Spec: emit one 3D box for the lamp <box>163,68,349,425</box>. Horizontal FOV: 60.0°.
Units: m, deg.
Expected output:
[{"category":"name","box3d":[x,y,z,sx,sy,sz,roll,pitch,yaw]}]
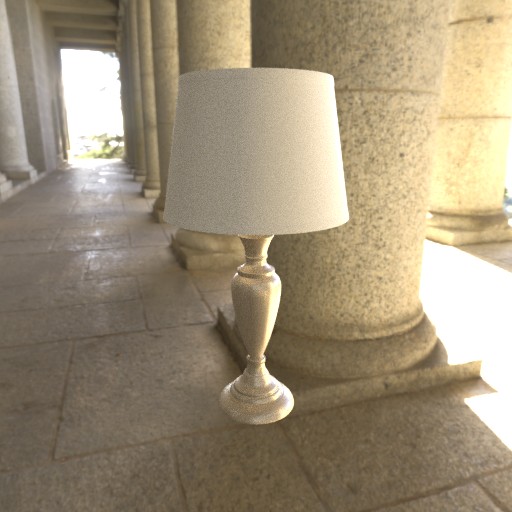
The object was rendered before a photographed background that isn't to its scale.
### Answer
[{"category":"lamp","box3d":[0.000,0.000,0.818,0.328,0.612,0.328,0,15,0]}]
